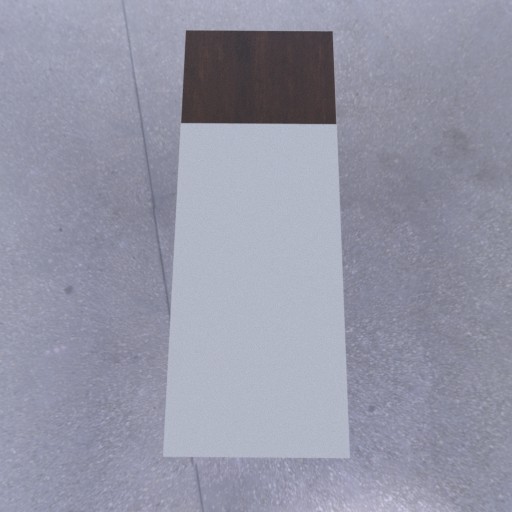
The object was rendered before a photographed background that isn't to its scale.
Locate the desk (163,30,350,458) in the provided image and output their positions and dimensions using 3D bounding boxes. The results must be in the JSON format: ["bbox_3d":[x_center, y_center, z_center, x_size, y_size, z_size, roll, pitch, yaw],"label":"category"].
[{"bbox_3d":[0.000,0.000,1.439,0.409,0.761,1.069,0,76,0],"label":"desk"}]
